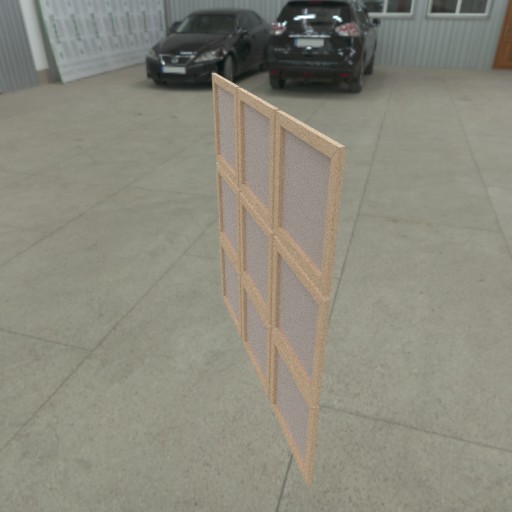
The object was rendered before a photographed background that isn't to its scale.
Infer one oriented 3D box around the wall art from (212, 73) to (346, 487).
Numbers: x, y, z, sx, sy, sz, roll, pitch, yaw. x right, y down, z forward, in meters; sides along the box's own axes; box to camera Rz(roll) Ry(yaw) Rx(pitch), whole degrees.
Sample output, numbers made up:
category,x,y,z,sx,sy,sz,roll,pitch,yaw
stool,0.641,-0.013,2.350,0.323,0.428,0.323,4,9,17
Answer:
category,x,y,z,sx,sy,sz,roll,pitch,yaw
wall art,0.000,0.000,1.330,0.012,0.910,0.917,-9,31,-16
